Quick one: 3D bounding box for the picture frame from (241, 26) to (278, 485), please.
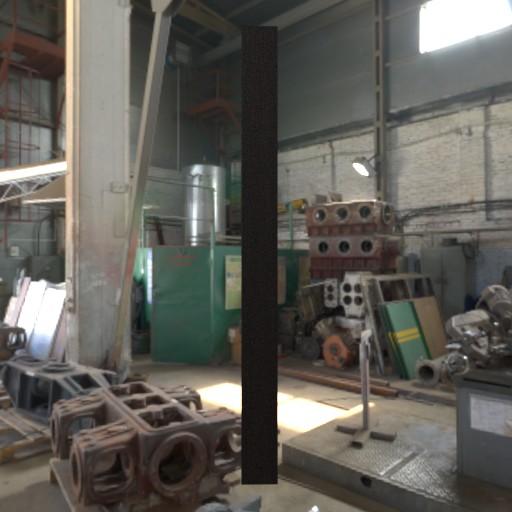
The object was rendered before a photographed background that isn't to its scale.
[{"bbox_3d":[0.000,0.000,0.763,0.044,0.555,0.452,0,-1,-1],"label":"picture frame"}]
